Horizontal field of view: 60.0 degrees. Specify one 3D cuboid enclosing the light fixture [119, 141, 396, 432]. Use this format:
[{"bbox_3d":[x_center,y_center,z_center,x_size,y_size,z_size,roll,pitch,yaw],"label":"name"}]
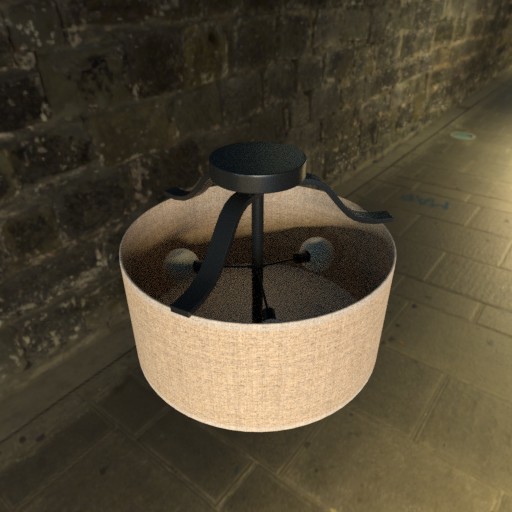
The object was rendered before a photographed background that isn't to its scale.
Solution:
[{"bbox_3d":[0.000,0.000,0.653,0.390,0.306,0.390,0,32,0],"label":"light fixture"}]
